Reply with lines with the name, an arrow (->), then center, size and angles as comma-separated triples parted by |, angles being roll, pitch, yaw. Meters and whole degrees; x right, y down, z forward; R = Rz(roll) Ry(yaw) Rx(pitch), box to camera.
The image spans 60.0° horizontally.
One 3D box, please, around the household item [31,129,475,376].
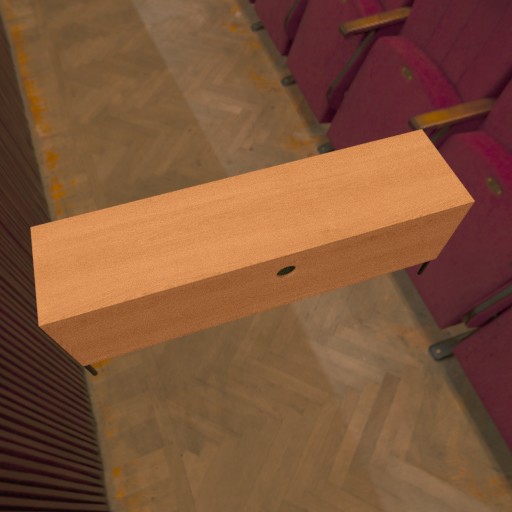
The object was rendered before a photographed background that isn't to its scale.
household item -> 0.000, 0.000, 1.807 | 1.550, 0.600, 0.400 | -16, 60, -9
